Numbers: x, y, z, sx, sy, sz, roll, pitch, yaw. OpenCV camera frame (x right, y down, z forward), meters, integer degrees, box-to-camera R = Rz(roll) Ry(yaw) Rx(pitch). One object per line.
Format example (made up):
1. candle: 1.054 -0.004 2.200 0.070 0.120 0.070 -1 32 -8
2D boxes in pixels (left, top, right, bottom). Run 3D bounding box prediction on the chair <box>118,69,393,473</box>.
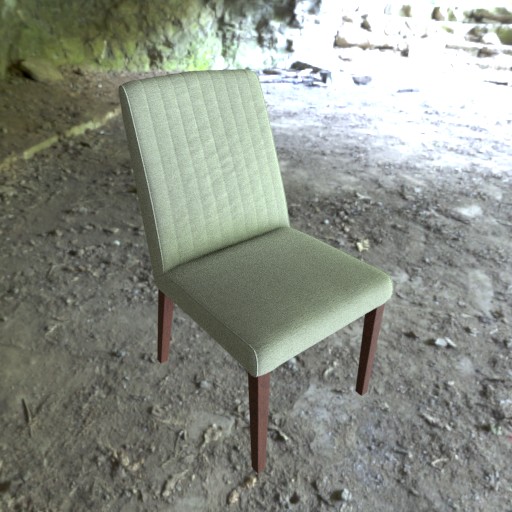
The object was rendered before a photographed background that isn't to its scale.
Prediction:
1. chair: 0.000 0.000 1.229 0.480 0.900 0.594 -22 36 -33
